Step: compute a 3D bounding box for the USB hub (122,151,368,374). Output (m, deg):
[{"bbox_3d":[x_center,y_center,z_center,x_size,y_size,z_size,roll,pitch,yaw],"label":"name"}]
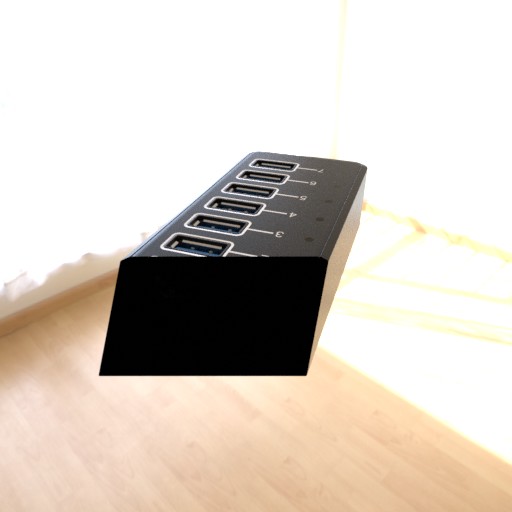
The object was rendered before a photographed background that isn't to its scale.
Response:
[{"bbox_3d":[0.000,0.000,0.122,0.044,0.023,0.110,11,33,17],"label":"USB hub"}]
